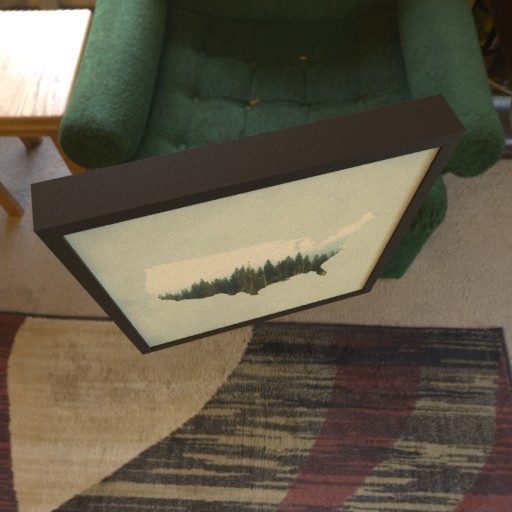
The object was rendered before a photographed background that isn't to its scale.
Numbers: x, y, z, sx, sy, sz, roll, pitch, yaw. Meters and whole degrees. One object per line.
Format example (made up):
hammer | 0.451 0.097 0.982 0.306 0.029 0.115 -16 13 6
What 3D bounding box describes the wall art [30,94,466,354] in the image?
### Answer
wall art | 0.000 0.000 0.443 0.304 0.304 0.038 -14 64 -7
